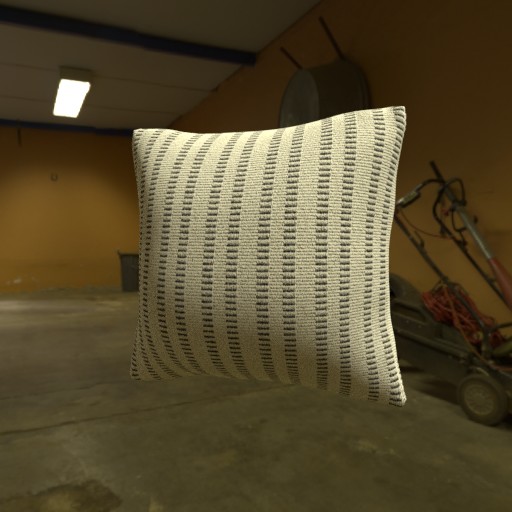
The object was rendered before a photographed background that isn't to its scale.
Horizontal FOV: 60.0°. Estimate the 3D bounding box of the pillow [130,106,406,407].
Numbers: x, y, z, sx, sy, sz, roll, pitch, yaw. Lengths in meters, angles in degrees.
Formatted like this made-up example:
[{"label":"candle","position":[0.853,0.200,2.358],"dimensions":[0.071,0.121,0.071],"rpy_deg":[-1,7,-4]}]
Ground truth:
[{"label":"pillow","position":[0.000,0.000,0.678],"dimensions":[0.438,0.419,0.247],"rpy_deg":[0,1,18]}]
